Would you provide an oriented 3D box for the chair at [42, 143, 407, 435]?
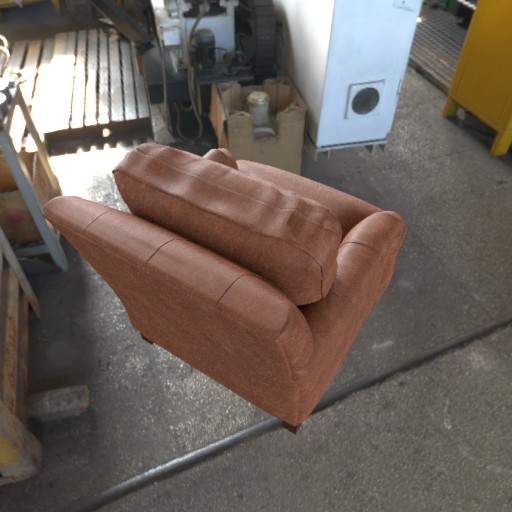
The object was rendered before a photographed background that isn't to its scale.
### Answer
[{"bbox_3d":[0.000,0.000,1.881,0.986,1.055,1.158,25,51,22],"label":"chair"}]
